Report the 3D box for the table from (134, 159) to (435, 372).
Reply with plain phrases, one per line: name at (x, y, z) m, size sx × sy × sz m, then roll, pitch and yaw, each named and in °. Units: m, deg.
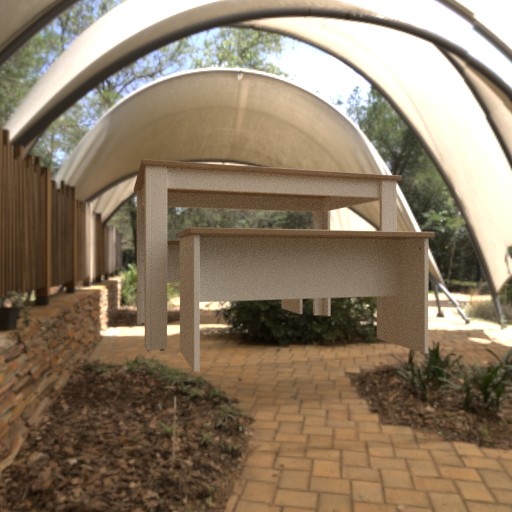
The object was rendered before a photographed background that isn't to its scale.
table at (0.000, 0.000, 2.119) m, size 1.100 × 0.700 × 1.443 m, roll 0°, pitch 0°, yaw -18°
